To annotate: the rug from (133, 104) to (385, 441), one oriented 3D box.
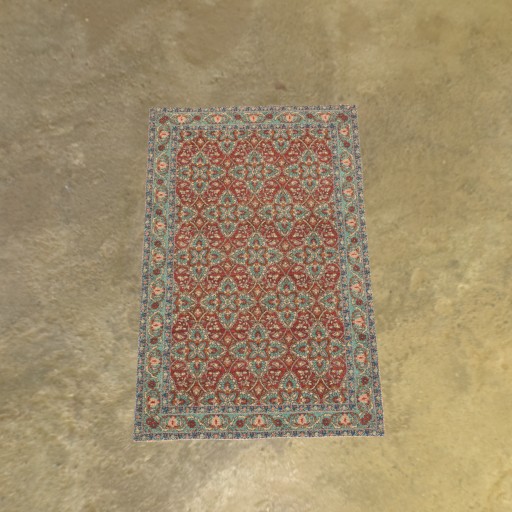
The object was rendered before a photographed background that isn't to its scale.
[{"bbox_3d":[0.000,0.000,2.372,1.219,0.009,1.829,-1,75,0],"label":"rug"}]
